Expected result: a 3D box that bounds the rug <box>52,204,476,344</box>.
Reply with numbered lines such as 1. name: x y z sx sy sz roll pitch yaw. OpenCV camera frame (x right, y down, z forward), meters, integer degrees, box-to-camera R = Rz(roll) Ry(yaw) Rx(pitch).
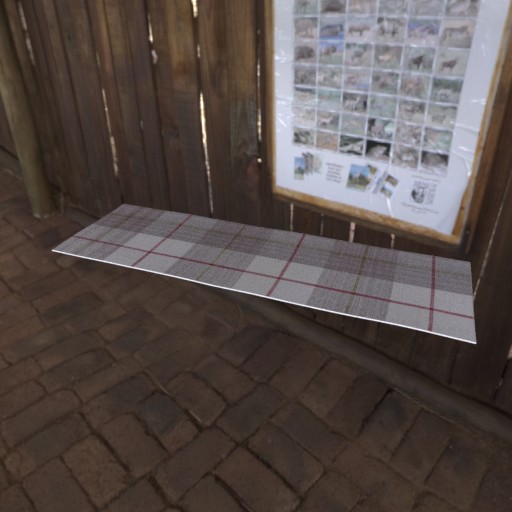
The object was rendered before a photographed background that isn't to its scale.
1. rug: 0.000 0.000 2.705 2.439 0.013 0.762 11 32 18
